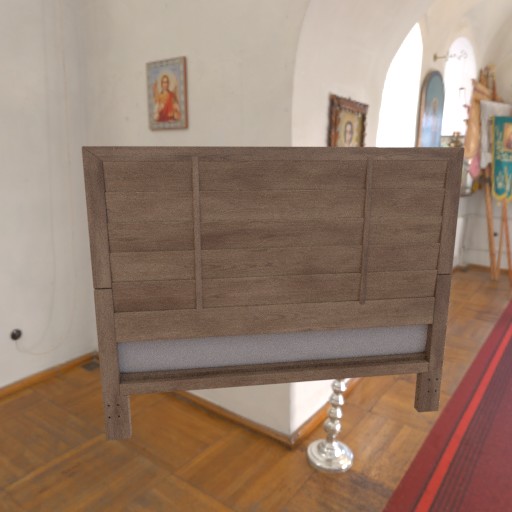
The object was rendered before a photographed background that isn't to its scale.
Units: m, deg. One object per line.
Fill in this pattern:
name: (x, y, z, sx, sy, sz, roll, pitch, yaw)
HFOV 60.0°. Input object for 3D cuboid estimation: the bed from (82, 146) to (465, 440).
bed: (0.000, 0.000, 3.477, 2.032, 1.626, 2.062, -2, 13, -8)
